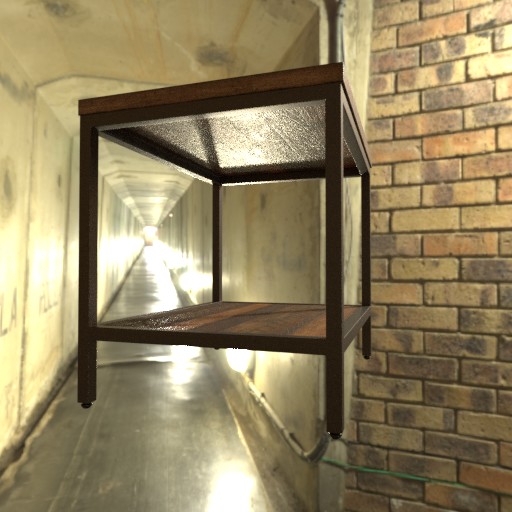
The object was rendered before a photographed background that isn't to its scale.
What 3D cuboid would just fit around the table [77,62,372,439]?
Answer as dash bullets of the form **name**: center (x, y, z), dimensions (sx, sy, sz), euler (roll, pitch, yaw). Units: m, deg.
- **table**: center (0.000, 0.000, 1.116), dimensions (0.524, 0.612, 0.678), euler (0, -1, 18)
